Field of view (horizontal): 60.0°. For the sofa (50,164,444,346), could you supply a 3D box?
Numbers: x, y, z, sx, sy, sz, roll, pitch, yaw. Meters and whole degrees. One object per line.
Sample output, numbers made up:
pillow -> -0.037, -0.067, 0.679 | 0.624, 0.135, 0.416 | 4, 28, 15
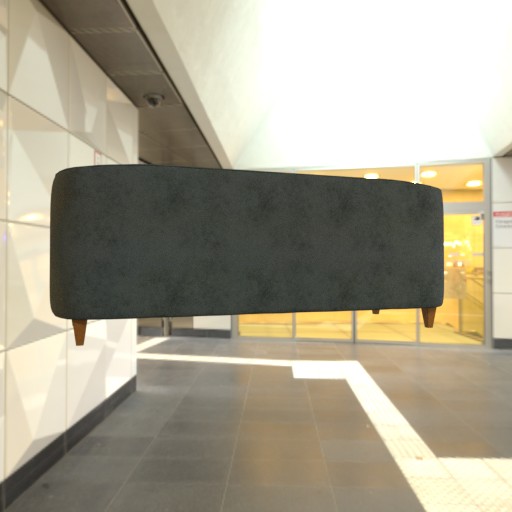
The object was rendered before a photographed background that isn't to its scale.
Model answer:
sofa -> 0.000, 0.000, 2.705 | 2.278, 0.855, 0.941 | 0, -1, -17
